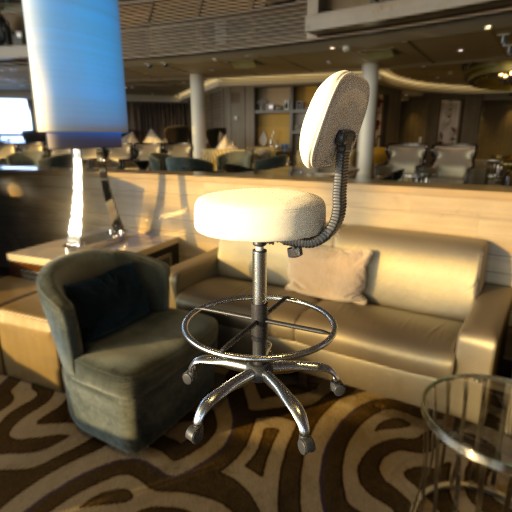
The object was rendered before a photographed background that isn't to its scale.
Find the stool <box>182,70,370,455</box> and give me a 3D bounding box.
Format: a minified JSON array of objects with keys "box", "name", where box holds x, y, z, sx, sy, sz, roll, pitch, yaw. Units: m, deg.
[{"box":[0.000,0.000,1.448,0.616,1.080,0.609,7,17,25],"name":"stool"}]
